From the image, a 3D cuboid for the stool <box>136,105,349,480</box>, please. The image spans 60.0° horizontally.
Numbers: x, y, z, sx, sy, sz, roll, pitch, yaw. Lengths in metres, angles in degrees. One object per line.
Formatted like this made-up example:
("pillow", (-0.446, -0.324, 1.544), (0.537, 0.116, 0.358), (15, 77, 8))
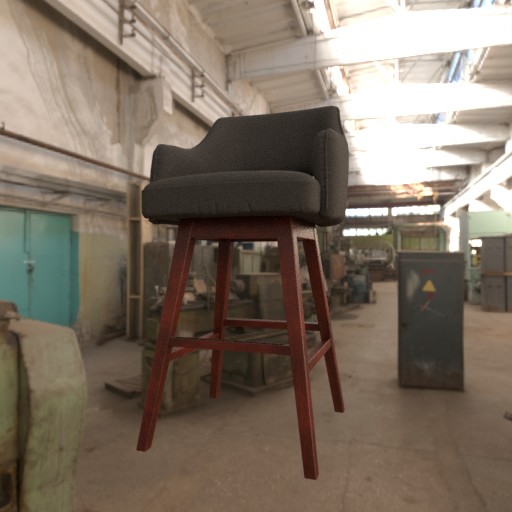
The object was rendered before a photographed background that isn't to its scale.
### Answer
("stool", (0.000, 0.000, 1.333), (0.548, 1.012, 0.558), (0, 0, 19))
